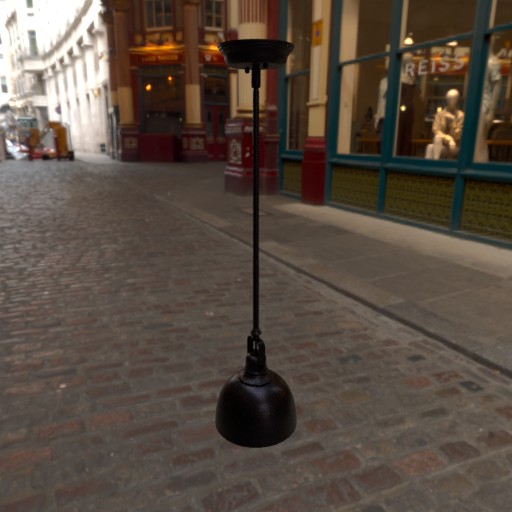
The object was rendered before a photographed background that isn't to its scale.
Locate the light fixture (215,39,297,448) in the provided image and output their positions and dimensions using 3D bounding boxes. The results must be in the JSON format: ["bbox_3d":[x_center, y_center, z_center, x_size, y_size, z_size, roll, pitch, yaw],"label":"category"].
[{"bbox_3d":[0.000,0.000,0.886,0.182,0.768,0.182,-8,18,-26],"label":"light fixture"}]
